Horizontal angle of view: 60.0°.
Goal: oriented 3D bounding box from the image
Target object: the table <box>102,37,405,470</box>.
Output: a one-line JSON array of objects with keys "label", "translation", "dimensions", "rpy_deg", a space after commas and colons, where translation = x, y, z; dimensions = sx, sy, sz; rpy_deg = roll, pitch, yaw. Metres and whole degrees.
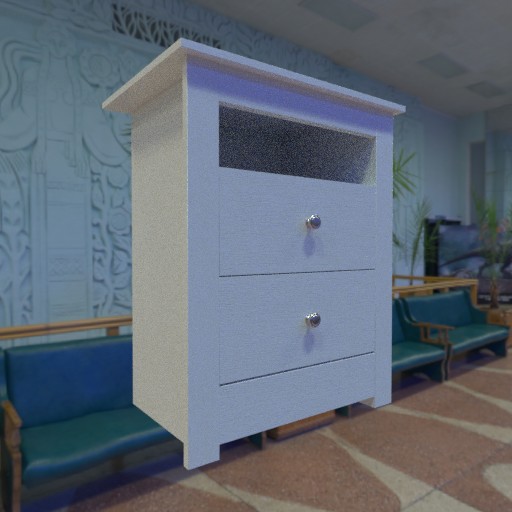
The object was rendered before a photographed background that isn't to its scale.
[{"label": "table", "translation": [0.000, 0.000, 1.049], "dimensions": [0.589, 0.711, 0.406], "rpy_deg": [-1, 2, -36]}]
